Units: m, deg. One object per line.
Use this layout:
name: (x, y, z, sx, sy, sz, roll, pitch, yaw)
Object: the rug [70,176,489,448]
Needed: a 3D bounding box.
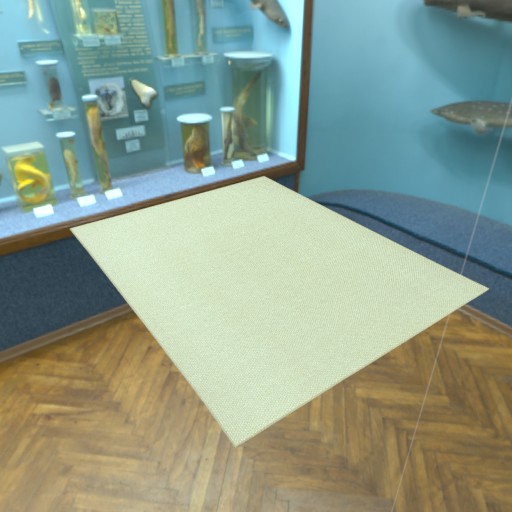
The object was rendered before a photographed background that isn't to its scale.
rug: (0.000, 0.000, 4.020, 2.462, 0.018, 3.039, -21, 37, -30)
